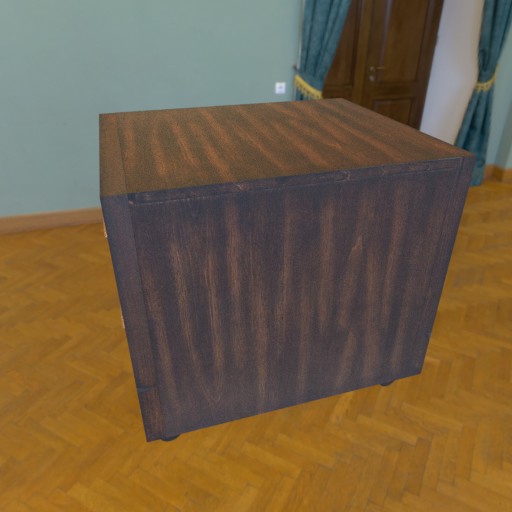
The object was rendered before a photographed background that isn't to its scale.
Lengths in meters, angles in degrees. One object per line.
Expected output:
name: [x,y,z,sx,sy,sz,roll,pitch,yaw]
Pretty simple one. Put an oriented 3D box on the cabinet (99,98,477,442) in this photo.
cabinet: [0.000,0.000,0.814,0.500,0.455,0.402,-9,32,-15]
